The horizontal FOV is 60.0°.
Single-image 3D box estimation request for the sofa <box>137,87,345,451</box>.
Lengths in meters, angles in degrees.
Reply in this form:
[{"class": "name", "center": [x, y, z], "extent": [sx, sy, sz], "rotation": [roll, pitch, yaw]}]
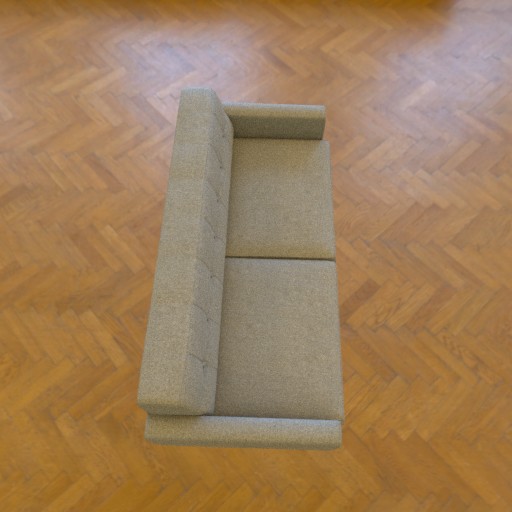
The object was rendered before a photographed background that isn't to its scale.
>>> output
[{"class": "sofa", "center": [0.000, 0.000, 2.595], "extent": [0.968, 0.873, 2.055], "rotation": [2, 64, 1]}]
